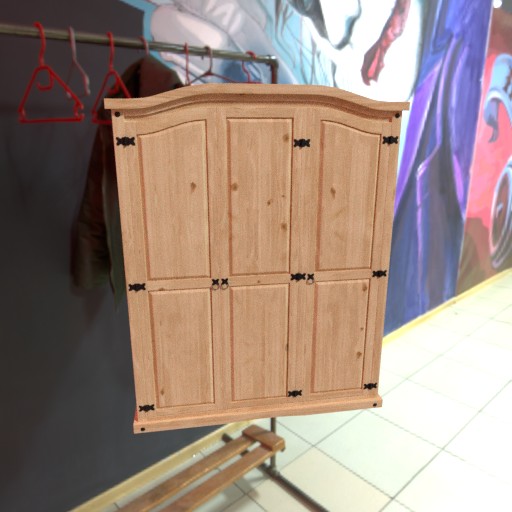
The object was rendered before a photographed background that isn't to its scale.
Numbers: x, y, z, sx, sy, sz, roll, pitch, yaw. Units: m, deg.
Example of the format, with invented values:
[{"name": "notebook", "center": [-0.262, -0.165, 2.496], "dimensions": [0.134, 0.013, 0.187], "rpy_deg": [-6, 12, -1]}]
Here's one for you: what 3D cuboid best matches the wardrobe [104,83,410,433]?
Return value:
[{"name": "wardrobe", "center": [0.000, 0.000, 2.642], "dimensions": [1.500, 1.870, 0.570], "rpy_deg": [-3, 16, -9]}]
